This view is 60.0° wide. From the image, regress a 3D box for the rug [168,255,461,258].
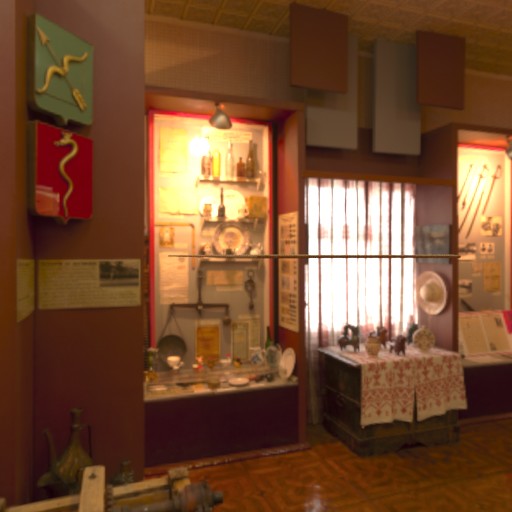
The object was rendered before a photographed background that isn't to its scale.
[{"bbox_3d":[0.000,0.000,2.624,0.769,0.012,2.448,0,0,-17],"label":"rug"}]
